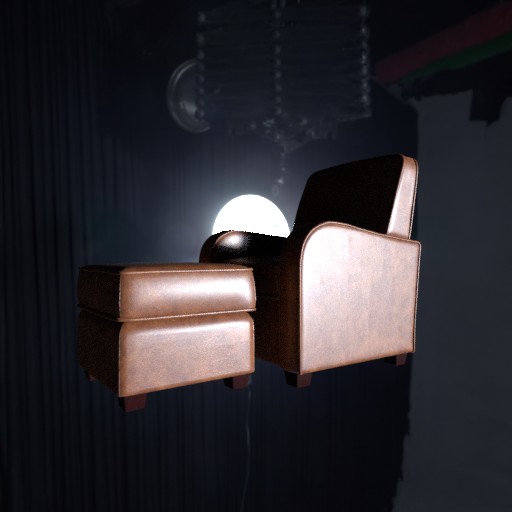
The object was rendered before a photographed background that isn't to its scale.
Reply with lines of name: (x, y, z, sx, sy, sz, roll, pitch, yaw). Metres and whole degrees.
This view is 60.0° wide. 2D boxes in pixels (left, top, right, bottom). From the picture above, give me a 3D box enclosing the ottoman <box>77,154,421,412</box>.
ottoman: (0.000, 0.000, 1.827, 1.314, 0.904, 0.732, 0, 0, -35)
